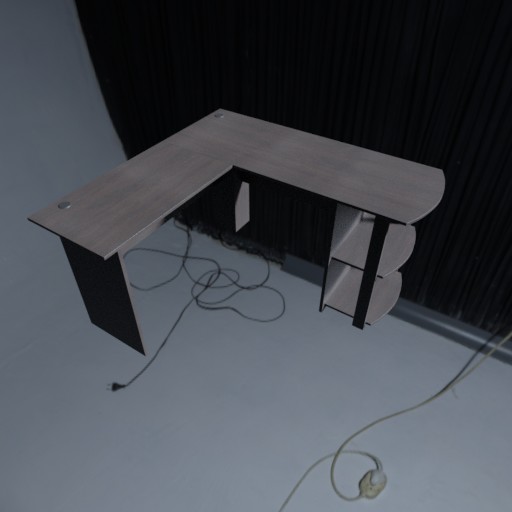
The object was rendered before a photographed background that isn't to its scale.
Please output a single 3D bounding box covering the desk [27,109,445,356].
[{"bbox_3d":[0.000,0.000,2.155,1.361,0.716,1.303,23,46,24],"label":"desk"}]
